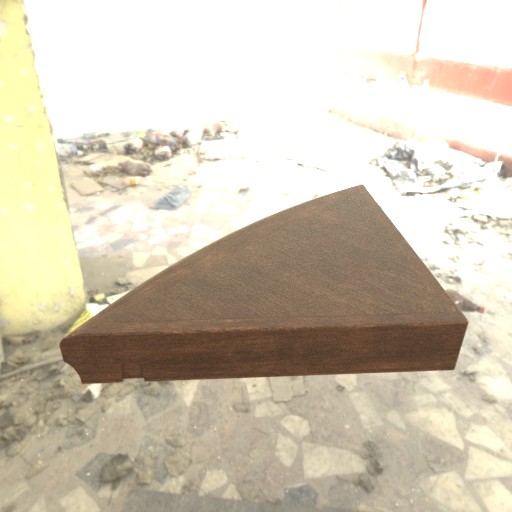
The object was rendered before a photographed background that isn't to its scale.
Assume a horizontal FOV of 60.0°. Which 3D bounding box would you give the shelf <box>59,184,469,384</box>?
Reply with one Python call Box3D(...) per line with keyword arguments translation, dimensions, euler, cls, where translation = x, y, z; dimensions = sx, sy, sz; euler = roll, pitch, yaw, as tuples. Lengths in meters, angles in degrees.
Box3D(translation=(0.000, 0.000, 0.477), dimensions=(0.310, 0.050, 0.310), euler=(-2, 30, -3), cls="shelf")
